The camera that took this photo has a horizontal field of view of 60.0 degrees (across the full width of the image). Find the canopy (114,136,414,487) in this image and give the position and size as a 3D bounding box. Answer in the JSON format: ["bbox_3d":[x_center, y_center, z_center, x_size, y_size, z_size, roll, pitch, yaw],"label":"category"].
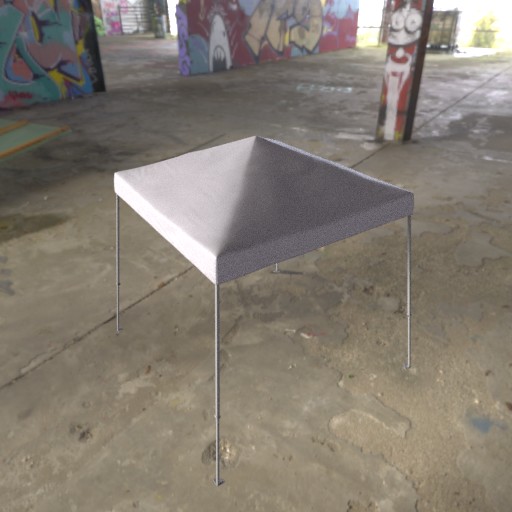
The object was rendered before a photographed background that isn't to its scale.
[{"bbox_3d":[0.000,0.000,5.271,2.850,2.850,2.849,-19,35,-29],"label":"canopy"}]
